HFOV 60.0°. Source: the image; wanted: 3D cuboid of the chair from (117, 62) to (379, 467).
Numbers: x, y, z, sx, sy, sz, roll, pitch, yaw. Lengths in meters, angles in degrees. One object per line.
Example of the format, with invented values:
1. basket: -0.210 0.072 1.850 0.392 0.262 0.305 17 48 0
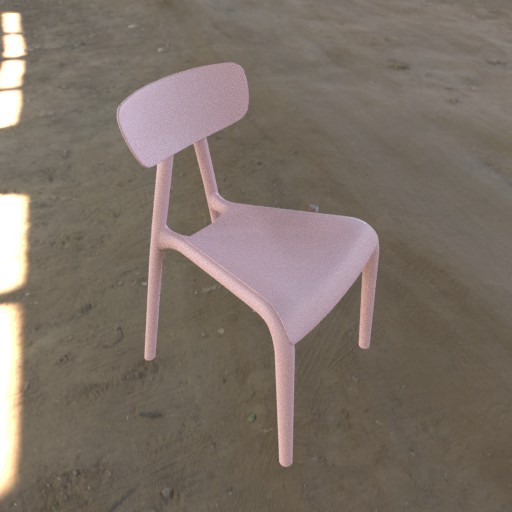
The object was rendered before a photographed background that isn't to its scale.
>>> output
1. chair: 0.000 0.000 0.823 0.401 0.580 0.356 25 46 27
